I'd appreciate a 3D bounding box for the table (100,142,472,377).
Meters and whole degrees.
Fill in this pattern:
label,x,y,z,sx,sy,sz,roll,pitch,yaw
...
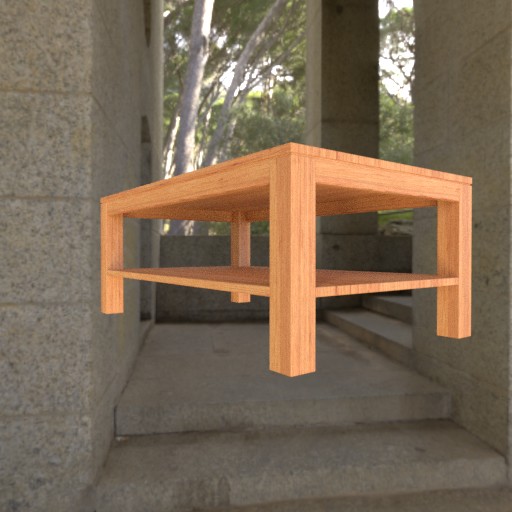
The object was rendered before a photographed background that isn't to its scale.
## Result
label,x,y,z,sx,sy,sz,roll,pitch,yaw
table,0.000,0.000,1.527,0.695,0.457,1.146,-1,1,-37
